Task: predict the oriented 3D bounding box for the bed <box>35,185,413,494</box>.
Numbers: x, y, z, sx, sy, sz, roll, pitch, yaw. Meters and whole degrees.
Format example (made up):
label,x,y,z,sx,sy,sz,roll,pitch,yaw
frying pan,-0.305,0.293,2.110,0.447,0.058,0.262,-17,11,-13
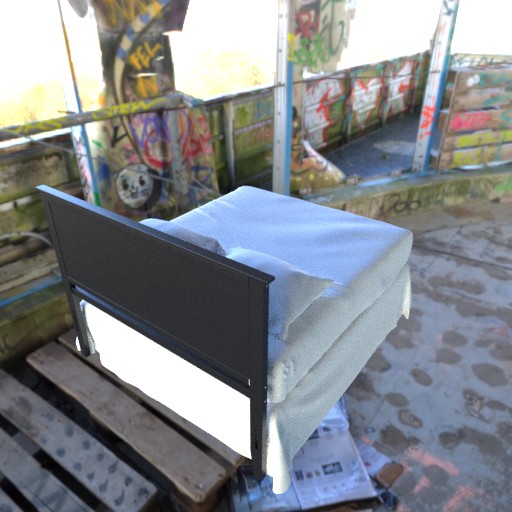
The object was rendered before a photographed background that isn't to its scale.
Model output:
label,x,y,z,sx,sy,sz,roll,pitch,yaw
bed,0.000,0.000,3.134,1.870,1.270,2.050,21,36,32
